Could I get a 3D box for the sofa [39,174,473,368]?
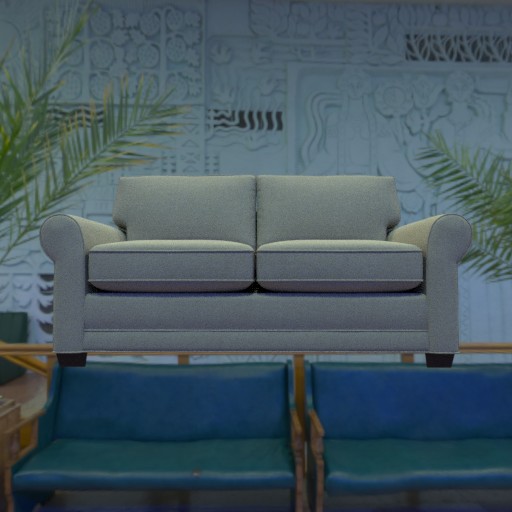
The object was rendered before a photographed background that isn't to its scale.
[{"bbox_3d":[0.000,0.000,2.205,1.774,0.933,0.861,0,-2,0],"label":"sofa"}]
